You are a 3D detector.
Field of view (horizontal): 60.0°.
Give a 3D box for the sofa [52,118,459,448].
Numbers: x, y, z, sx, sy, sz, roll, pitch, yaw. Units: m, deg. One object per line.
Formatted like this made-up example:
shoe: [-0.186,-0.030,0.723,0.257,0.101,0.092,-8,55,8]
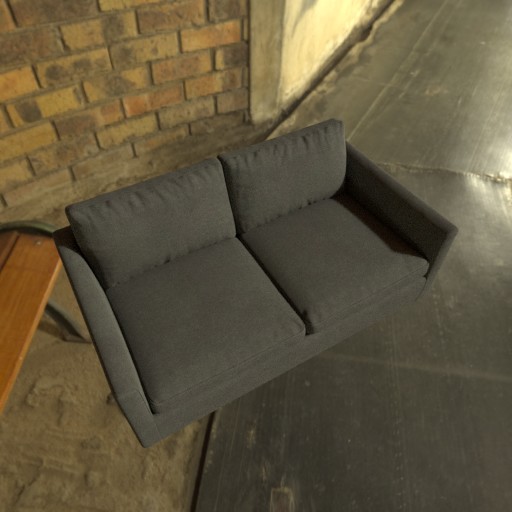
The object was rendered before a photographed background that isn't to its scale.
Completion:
sofa: [0.000,0.000,2.511,1.909,0.845,1.091,-23,51,-20]
